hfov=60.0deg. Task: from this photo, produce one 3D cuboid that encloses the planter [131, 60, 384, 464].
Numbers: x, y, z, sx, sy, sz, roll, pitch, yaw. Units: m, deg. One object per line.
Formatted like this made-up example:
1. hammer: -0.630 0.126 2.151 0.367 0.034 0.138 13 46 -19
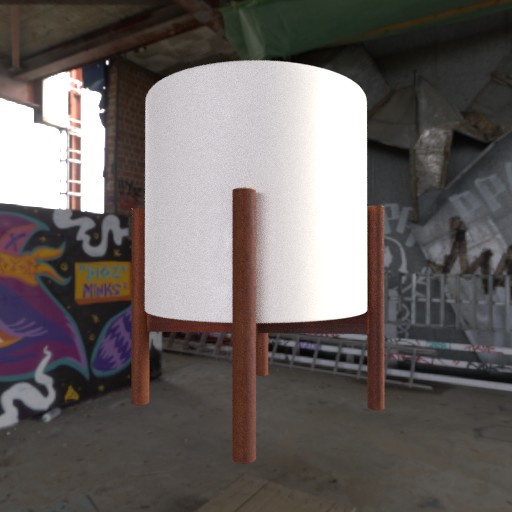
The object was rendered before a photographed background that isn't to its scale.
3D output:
1. planter: 0.000 0.000 0.863 0.420 0.581 0.421 0 -1 -38
